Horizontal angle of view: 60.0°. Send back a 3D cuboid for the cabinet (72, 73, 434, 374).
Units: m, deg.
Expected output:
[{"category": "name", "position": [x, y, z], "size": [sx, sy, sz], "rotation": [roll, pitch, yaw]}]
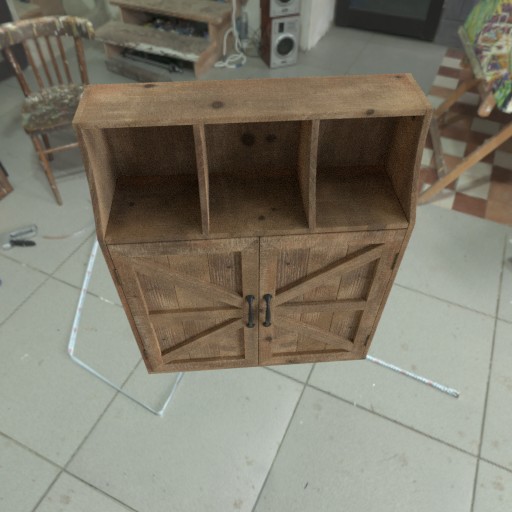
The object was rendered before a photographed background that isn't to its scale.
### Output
[{"category": "cabinet", "position": [0.000, 0.000, 0.823], "size": [0.489, 0.590, 0.184], "rotation": [-3, 48, -3]}]
